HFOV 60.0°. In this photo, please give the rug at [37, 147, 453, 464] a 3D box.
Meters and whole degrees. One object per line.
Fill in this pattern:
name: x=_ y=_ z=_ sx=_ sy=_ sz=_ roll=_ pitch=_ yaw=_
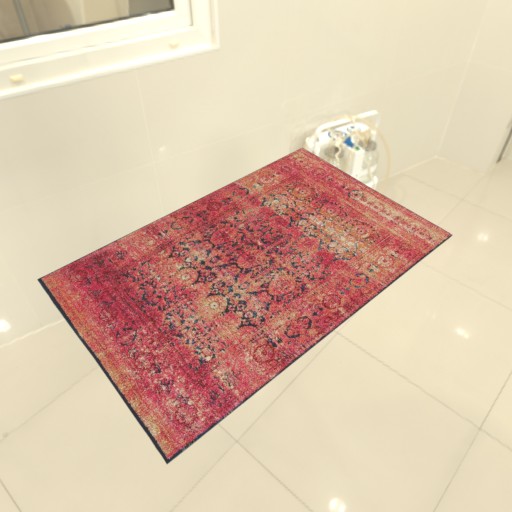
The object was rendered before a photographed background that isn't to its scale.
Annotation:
rug: x=0.000 y=0.000 z=3.048 sx=2.449 sy=0.018 sz=1.539 roll=-32 pitch=53 yaw=-27
